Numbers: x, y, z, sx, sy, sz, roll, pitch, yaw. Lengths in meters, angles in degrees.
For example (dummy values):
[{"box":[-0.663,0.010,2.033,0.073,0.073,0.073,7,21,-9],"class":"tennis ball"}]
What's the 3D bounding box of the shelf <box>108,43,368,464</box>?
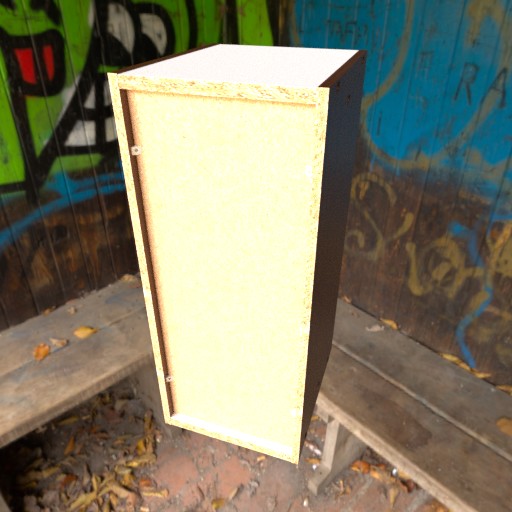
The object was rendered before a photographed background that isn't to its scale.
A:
[{"box":[0.000,0.000,0.734,0.253,0.600,0.290,10,33,16],"class":"shelf"}]
